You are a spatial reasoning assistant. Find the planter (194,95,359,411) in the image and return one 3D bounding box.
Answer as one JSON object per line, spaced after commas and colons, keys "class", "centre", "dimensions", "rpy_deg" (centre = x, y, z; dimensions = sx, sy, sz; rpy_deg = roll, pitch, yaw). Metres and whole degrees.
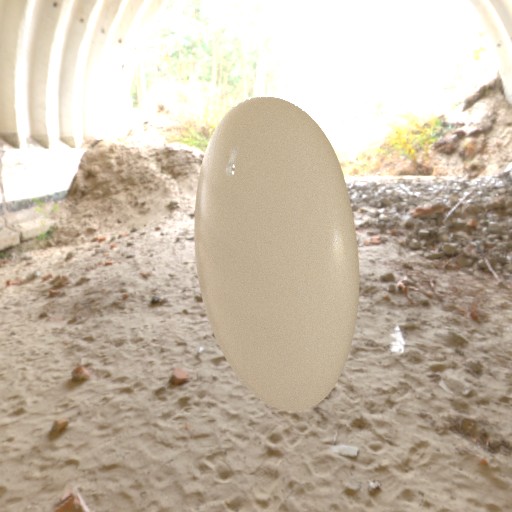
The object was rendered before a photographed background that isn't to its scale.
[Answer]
{"class": "planter", "centre": [0.000, 0.000, 0.275], "dimensions": [0.043, 0.188, 0.185], "rpy_deg": [-7, 16, -27]}
